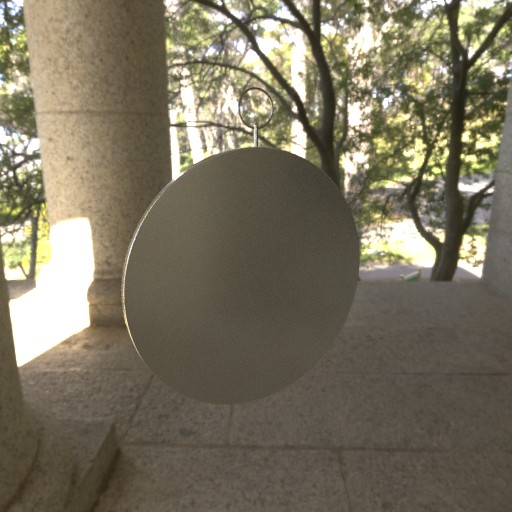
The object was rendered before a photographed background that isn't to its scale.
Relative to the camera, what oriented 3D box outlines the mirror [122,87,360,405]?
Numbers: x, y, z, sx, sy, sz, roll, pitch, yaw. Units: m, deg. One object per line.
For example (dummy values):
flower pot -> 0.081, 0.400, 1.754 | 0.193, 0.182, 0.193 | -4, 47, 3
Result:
mirror -> 0.000, 0.000, 0.994 | 0.594, 0.713, 0.020 | -7, 16, -27
